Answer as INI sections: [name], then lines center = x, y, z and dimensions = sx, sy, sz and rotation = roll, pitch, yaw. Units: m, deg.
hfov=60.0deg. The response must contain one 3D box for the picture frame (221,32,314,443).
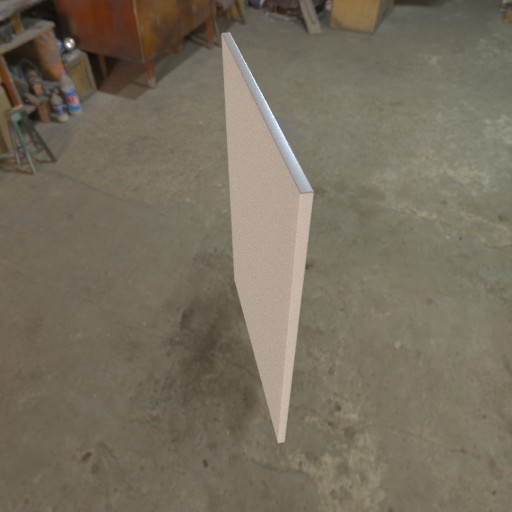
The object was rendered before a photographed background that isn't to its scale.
[picture frame]
center = 0.000, 0.000, 0.694
dimensions = 0.012, 0.534, 0.381
rotation = -10, 47, -9
